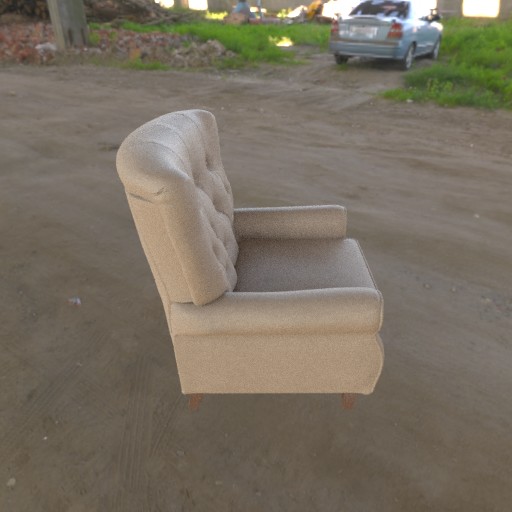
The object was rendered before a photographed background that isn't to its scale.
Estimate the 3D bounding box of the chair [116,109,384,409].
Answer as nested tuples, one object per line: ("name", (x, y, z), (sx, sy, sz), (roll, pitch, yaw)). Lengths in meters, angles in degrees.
("chair", (0.000, 0.000, 1.975), (1.041, 1.138, 0.999), (0, 30, 0))
